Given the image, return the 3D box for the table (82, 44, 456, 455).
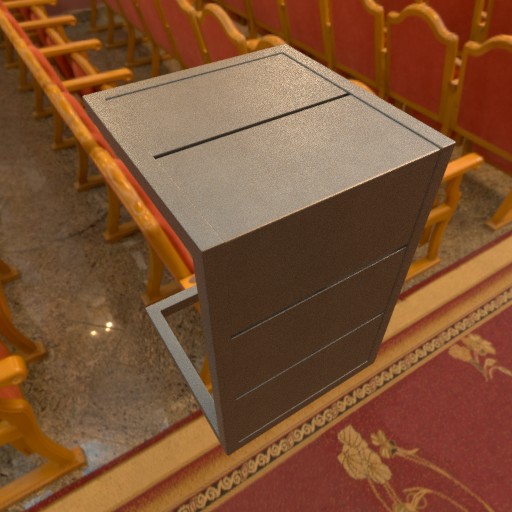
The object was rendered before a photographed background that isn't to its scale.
[{"bbox_3d":[0.000,0.000,0.892,0.405,0.609,0.420,-25,51,-22],"label":"table"}]
